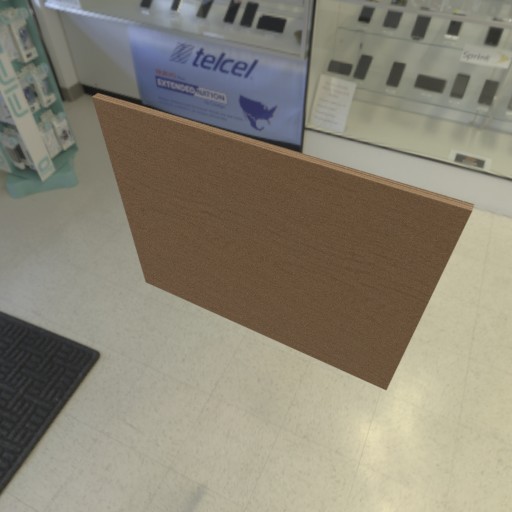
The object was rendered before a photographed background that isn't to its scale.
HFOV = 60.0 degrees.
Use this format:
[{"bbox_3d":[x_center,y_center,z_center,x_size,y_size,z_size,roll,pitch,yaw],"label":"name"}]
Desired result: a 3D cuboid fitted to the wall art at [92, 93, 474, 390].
[{"bbox_3d":[0.000,0.000,0.688,0.508,0.406,0.013,21,51,18],"label":"wall art"}]
